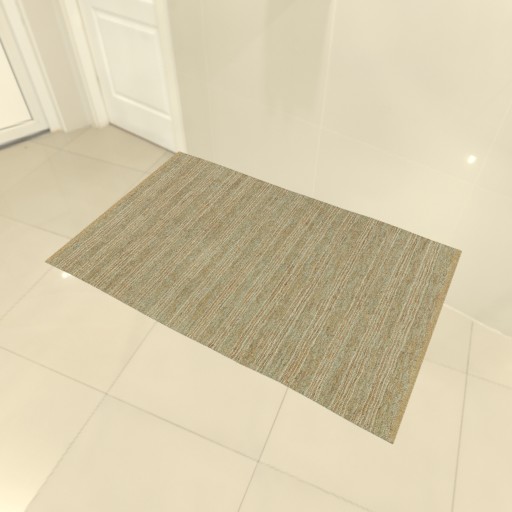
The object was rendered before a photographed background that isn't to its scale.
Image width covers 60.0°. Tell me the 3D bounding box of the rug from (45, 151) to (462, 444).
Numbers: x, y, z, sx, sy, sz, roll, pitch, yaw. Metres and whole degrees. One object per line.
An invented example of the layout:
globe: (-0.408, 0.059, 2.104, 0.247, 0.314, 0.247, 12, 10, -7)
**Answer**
rug: (0.000, 0.000, 3.062, 2.448, 0.012, 1.540, 23, 51, 20)
